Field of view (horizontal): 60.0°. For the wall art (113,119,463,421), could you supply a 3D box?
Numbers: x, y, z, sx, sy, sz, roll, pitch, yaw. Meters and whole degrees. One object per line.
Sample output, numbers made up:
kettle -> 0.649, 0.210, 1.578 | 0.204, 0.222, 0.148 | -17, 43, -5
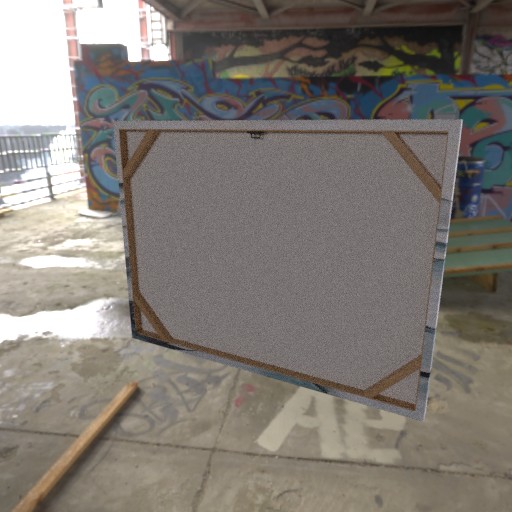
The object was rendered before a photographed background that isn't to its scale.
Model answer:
wall art -> 0.000, 0.000, 1.560 | 1.219, 0.915, 0.039 | 9, 19, 27
